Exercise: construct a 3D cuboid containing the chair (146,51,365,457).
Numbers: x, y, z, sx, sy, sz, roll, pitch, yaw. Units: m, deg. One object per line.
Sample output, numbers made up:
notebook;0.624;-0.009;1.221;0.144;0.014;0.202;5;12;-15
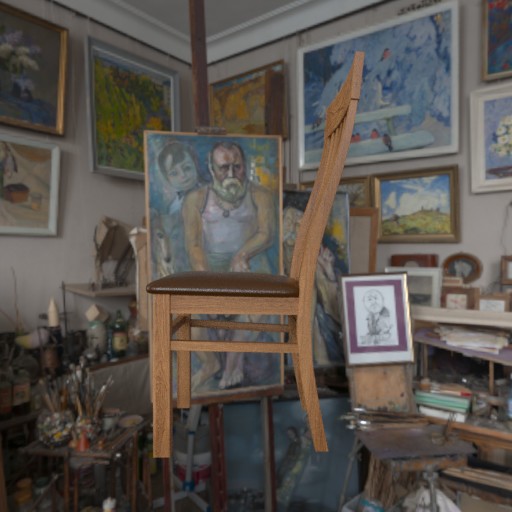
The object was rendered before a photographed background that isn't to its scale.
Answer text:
chair;0.000;0.000;1.360;0.580;1.050;0.450;0;0;0
